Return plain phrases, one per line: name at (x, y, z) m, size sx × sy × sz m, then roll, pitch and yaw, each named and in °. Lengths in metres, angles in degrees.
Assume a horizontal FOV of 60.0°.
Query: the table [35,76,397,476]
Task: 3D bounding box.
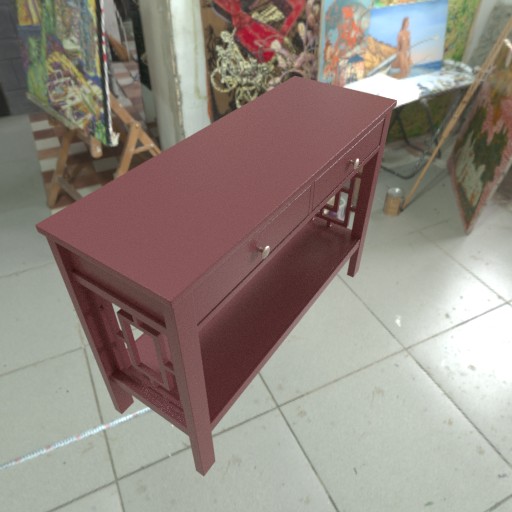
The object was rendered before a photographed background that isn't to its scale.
table at (0.000, 0.000, 1.428) m, size 0.397 × 0.753 × 1.068 m, roll 24°, pitch 47°, yaw 25°
